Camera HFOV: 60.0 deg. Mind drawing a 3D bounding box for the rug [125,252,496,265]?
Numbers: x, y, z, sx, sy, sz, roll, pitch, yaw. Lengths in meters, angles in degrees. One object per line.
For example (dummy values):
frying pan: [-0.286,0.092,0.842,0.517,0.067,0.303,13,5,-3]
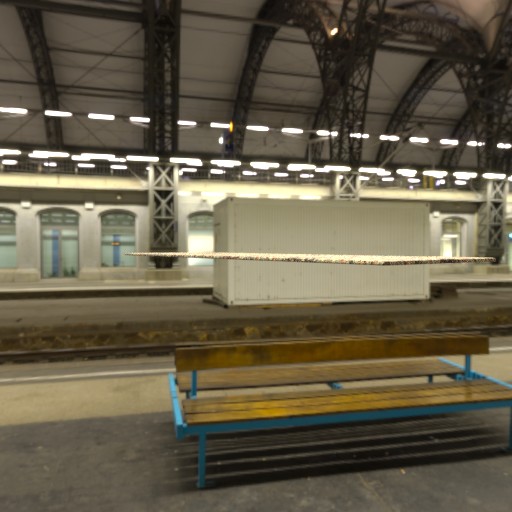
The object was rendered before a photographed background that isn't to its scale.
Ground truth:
rug: [0.000,0.000,2.471,0.688,0.015,2.292,-1,1,-36]
